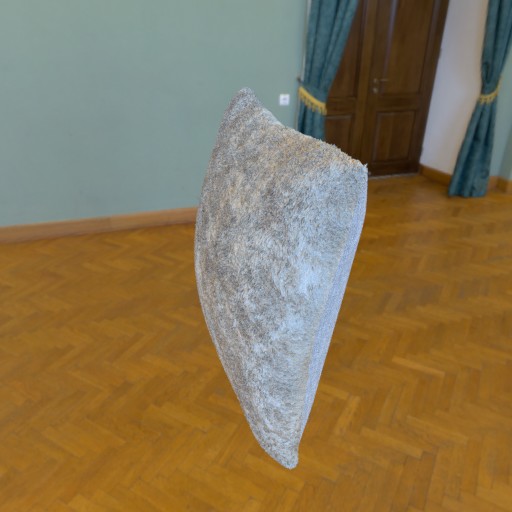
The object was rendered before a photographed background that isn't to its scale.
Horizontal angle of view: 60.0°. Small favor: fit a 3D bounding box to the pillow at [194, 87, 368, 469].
[{"bbox_3d":[0.000,0.000,0.815,0.218,0.515,0.529,-8,30,-14],"label":"pillow"}]
